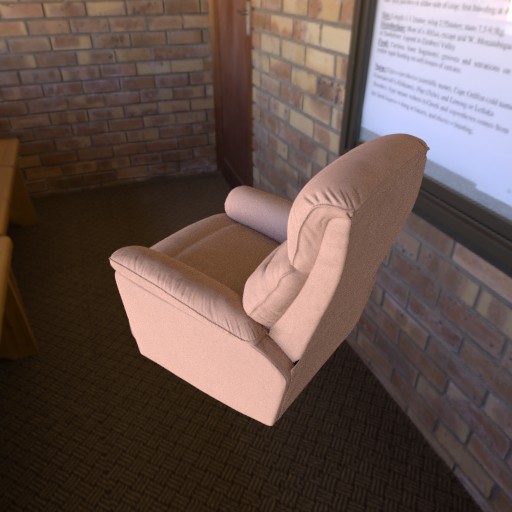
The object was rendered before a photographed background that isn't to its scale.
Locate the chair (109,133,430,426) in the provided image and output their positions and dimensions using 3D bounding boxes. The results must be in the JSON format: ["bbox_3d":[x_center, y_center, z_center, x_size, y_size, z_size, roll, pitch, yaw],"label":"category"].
[{"bbox_3d":[0.000,0.000,1.747,1.004,1.037,0.820,22,39,30],"label":"chair"}]
